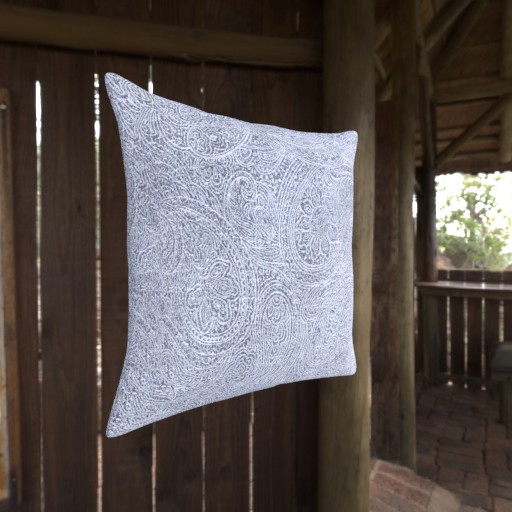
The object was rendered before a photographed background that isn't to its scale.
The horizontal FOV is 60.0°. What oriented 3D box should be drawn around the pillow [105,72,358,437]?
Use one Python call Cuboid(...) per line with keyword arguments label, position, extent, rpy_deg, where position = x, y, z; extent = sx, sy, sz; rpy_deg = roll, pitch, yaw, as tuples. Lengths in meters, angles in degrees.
Cuboid(label="pillow", position=(0.000, 0.000, 0.772), extent=(0.523, 0.510, 0.166), rpy_deg=(-1, 1, -36))
